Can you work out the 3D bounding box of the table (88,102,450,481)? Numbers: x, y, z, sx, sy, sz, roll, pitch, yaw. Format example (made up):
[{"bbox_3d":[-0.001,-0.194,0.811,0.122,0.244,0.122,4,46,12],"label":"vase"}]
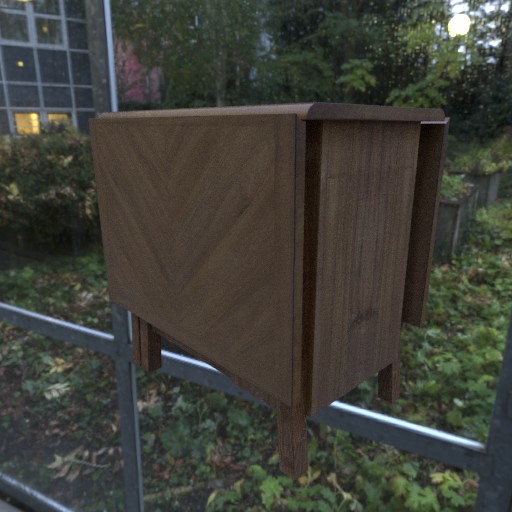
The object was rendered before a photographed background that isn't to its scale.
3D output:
[{"bbox_3d":[0.000,0.000,1.577,0.701,0.981,0.967,-15,22,-41],"label":"table"}]
